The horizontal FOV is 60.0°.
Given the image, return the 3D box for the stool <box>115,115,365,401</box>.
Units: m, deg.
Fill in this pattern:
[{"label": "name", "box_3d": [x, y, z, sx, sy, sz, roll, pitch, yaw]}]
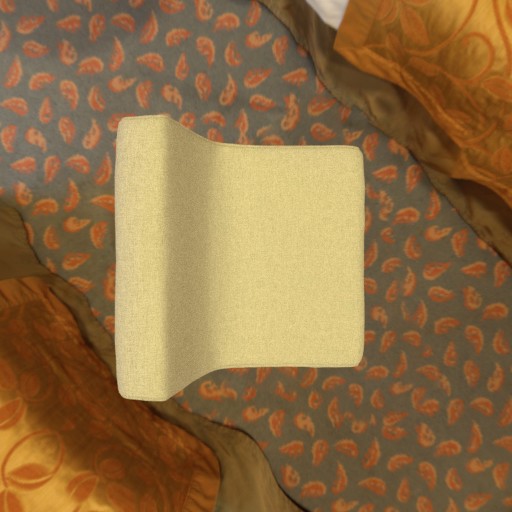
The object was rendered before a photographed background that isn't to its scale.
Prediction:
[{"label": "stool", "box_3d": [0.000, 0.000, 1.227, 0.500, 0.937, 0.511, 0, 91, 0]}]
